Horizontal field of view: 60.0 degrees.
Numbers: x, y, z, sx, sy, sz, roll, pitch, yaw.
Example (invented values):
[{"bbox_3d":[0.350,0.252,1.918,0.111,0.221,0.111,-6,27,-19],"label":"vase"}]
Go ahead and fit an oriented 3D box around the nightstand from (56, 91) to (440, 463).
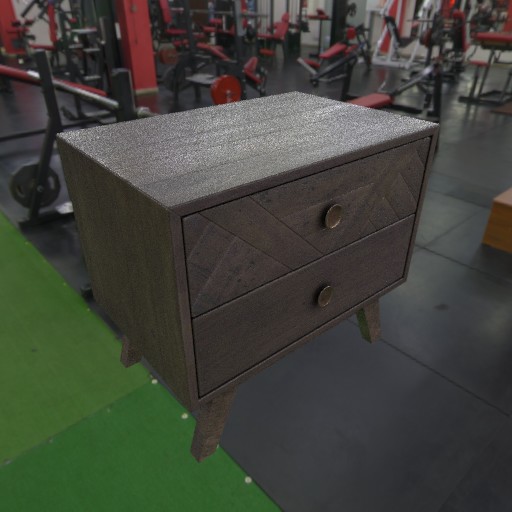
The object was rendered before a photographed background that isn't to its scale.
[{"bbox_3d":[0.000,0.000,1.051,0.650,0.599,0.450,-23,38,-33],"label":"nightstand"}]
